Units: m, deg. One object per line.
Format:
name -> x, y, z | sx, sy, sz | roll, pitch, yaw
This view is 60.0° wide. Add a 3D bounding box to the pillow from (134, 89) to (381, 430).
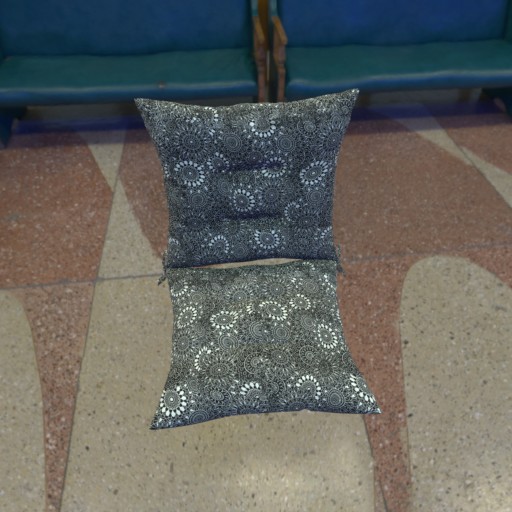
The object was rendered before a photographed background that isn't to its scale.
pillow -> 0.000, 0.000, 1.003 | 0.541, 0.536, 0.585 | -3, 46, -3
